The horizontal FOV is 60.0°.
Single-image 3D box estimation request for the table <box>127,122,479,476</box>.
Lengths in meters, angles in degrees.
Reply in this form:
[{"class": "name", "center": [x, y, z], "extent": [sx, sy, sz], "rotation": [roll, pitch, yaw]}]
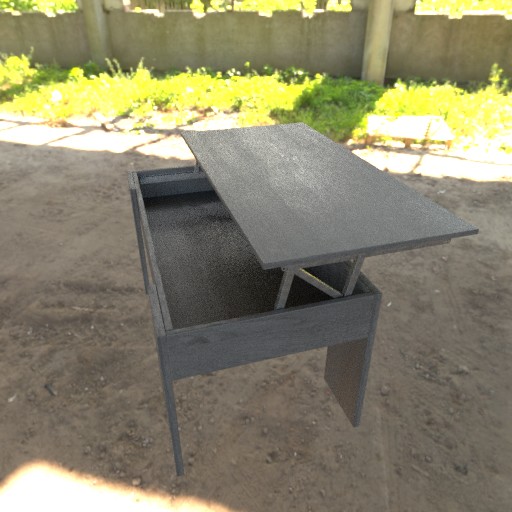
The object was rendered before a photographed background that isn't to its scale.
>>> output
[{"class": "table", "center": [0.000, 0.000, 1.432], "extent": [0.711, 0.570, 1.000], "rotation": [-9, 31, -15]}]
